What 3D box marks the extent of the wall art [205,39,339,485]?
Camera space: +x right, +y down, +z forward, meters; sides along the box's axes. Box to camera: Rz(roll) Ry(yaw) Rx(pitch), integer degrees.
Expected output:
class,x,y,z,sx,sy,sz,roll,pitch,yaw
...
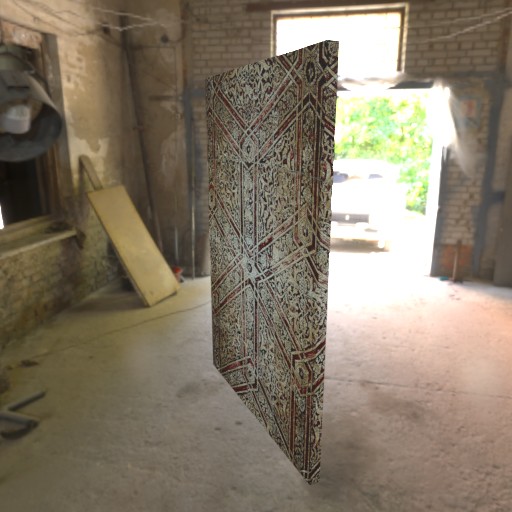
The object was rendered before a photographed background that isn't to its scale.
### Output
class,x,y,z,sx,sy,sz,roll,pitch,yaw
wall art,0.000,0.000,1.129,0.030,0.904,0.599,-7,17,-25
